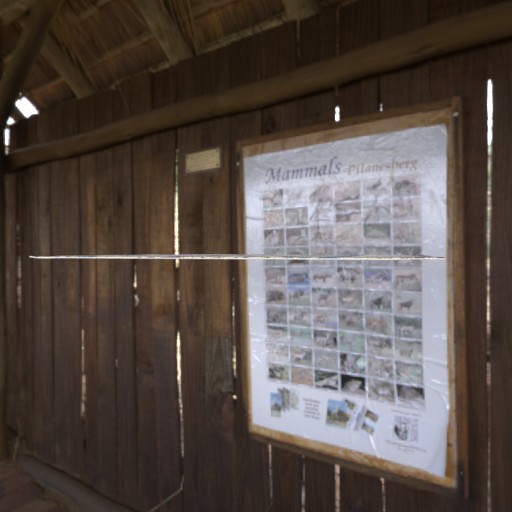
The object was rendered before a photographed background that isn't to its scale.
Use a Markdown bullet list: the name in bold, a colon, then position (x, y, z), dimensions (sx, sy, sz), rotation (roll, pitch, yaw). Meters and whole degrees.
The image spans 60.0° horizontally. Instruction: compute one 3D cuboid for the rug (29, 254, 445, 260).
- **rug**: position (0.000, 0.000, 4.379), dimensions (3.228, 0.024, 2.443), rotation (0, 1, 17)
